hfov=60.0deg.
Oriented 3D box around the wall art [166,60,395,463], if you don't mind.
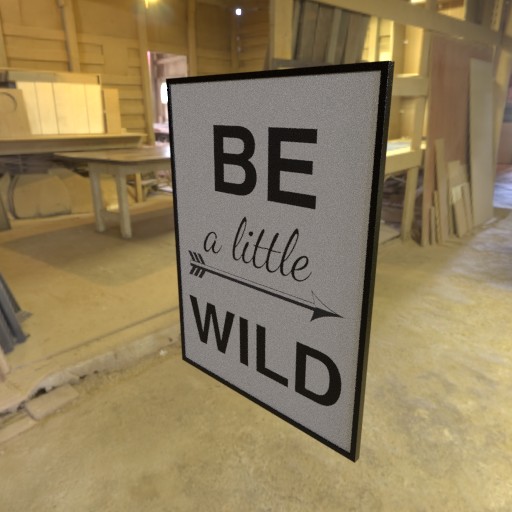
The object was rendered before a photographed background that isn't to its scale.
[{"bbox_3d":[0.000,0.000,0.756,0.442,0.582,0.013,17,24,41],"label":"wall art"}]
